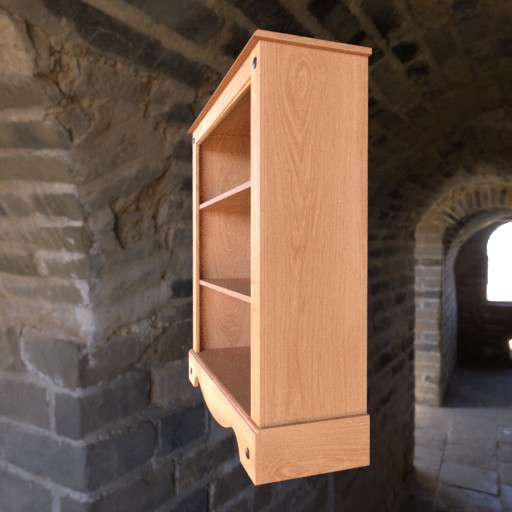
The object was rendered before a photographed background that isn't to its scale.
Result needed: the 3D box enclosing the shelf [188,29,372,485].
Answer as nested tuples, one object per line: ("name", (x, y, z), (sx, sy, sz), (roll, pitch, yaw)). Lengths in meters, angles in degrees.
("shelf", (0.000, 0.000, 1.394), (0.291, 0.980, 0.840), (0, 1, -18))
